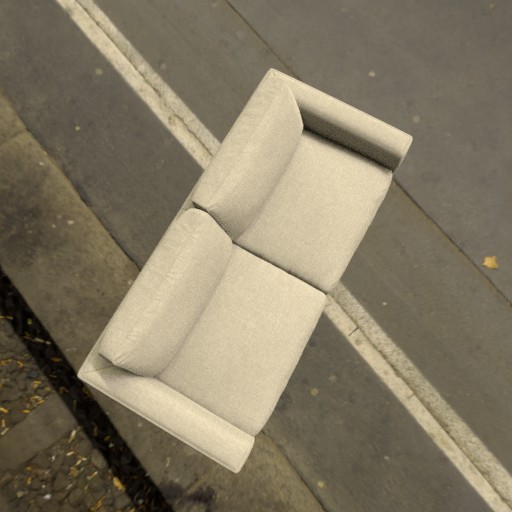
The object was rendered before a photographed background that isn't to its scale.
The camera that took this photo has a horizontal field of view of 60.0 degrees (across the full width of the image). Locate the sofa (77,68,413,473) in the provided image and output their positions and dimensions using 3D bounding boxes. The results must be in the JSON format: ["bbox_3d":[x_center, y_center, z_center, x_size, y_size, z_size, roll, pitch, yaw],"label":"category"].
[{"bbox_3d":[0.000,0.000,2.750,1.070,0.801,2.262,29,78,6],"label":"sofa"}]
